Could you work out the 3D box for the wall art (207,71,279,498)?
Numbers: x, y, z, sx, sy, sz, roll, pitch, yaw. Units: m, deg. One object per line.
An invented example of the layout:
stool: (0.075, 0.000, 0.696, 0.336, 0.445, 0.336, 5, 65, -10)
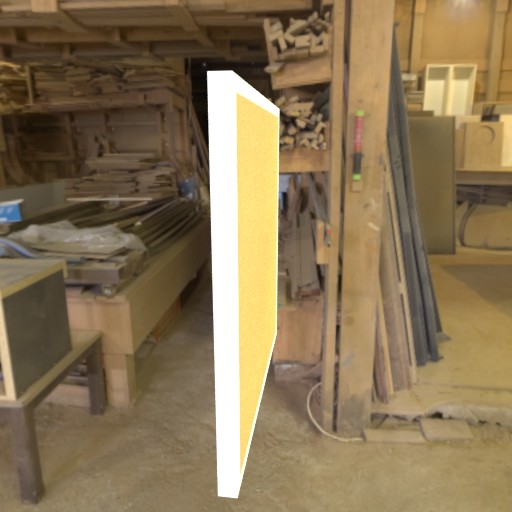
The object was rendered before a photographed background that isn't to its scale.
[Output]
wall art: (0.000, 0.000, 1.121, 0.038, 0.761, 0.763, 2, 14, 8)
